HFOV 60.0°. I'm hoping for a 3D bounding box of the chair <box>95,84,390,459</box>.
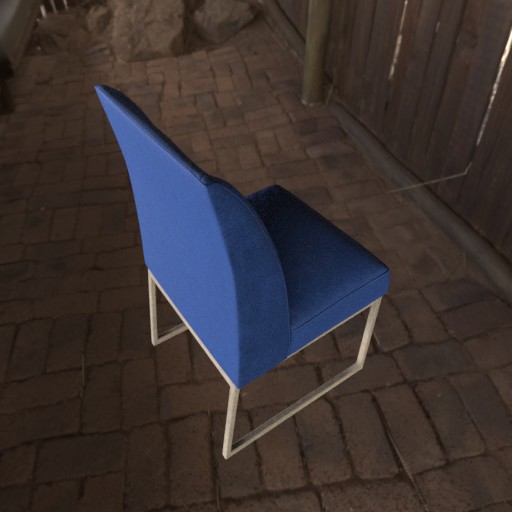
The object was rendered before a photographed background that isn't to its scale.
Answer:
[{"bbox_3d":[0.000,0.000,1.165,0.522,0.863,0.508,-25,47,-25],"label":"chair"}]
